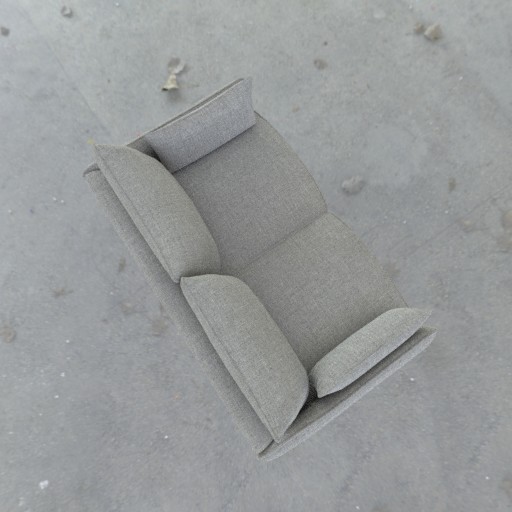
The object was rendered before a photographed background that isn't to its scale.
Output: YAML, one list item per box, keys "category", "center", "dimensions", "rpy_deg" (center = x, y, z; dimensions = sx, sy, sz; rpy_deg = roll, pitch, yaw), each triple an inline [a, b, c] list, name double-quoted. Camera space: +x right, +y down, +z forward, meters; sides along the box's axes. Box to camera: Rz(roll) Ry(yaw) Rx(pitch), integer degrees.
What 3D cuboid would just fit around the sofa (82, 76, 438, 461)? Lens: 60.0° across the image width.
- category: "sofa"
  center: [0.000, 0.000, 2.136]
  dimensions: [0.972, 0.851, 1.580]
  rpy_deg: [-33, 78, -8]
